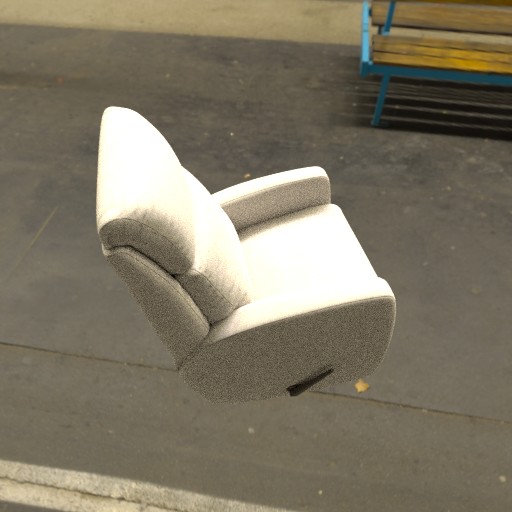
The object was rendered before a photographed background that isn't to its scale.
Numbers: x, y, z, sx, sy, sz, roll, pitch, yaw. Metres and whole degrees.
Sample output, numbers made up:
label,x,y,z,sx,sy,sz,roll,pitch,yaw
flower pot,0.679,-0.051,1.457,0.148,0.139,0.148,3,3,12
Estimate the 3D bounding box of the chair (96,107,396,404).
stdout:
label,x,y,z,sx,sy,sz,roll,pitch,yaw
chair,0.000,0.000,1.663,0.941,1.015,0.812,-9,47,-9
